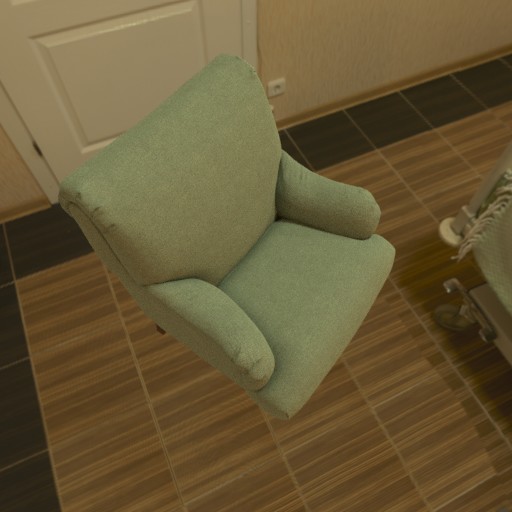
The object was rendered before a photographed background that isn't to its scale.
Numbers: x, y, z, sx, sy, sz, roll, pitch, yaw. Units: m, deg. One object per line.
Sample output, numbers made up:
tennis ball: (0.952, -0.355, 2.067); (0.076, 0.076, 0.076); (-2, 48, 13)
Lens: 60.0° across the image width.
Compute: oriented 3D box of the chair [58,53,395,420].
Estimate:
chair: (0.000, 0.000, 1.965); (1.060, 1.178, 0.964); (32, 64, 18)
